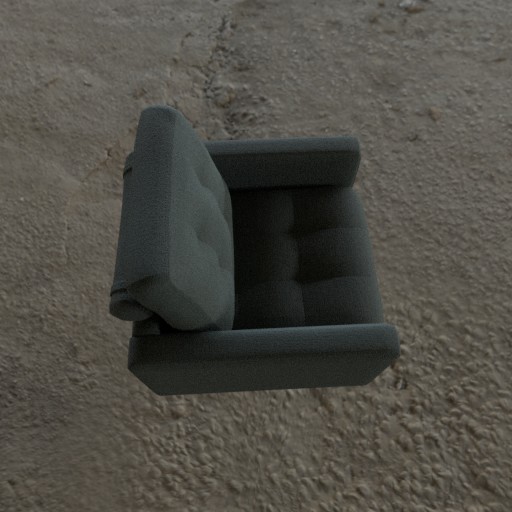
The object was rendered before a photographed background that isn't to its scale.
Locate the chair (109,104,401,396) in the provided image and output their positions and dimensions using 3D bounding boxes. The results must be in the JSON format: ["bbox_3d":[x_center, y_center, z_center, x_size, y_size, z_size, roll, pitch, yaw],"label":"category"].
[{"bbox_3d":[0.000,0.000,1.540,0.843,0.880,0.821,-3,63,-1],"label":"chair"}]
